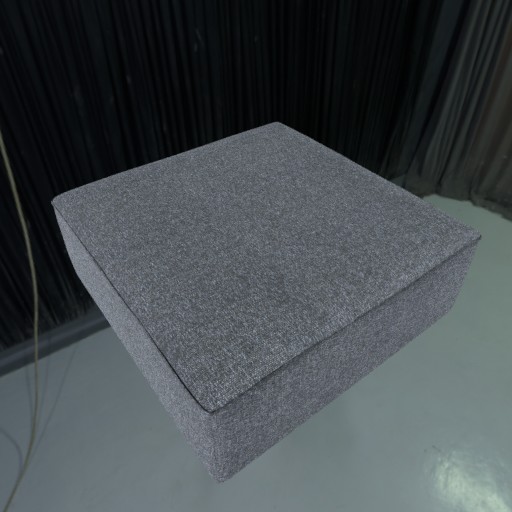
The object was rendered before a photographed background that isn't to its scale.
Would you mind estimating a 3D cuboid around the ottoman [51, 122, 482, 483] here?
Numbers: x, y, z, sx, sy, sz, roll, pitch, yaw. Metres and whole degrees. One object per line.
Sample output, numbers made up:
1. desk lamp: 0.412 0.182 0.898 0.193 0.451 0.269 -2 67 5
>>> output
1. ottoman: 0.000 0.000 1.534 1.021 0.423 1.017 -26 48 -27
